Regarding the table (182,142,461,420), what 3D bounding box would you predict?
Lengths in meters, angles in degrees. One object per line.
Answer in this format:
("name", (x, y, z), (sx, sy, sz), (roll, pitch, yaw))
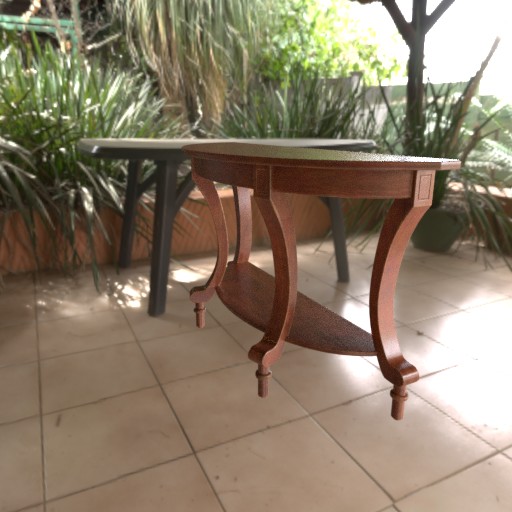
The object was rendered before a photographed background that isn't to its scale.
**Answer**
("table", (0.000, 0.000, 1.494), (0.394, 0.699, 1.198), (-8, 18, -26))
